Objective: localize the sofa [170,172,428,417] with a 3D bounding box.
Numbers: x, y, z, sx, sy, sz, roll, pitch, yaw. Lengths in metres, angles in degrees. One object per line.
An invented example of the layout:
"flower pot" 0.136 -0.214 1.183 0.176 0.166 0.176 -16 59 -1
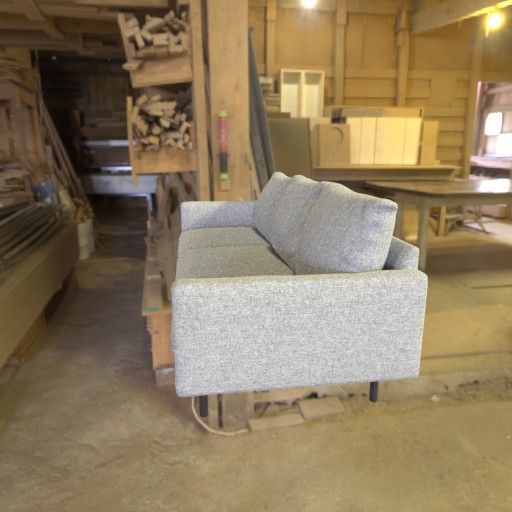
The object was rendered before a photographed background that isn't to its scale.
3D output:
"sofa" 0.000 0.000 2.376 0.850 0.830 2.000 -2 14 -8
